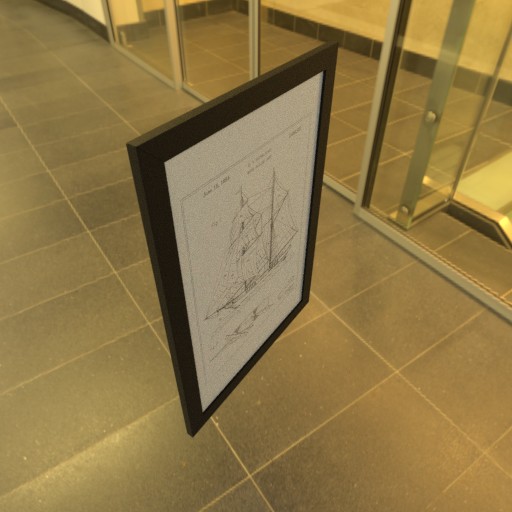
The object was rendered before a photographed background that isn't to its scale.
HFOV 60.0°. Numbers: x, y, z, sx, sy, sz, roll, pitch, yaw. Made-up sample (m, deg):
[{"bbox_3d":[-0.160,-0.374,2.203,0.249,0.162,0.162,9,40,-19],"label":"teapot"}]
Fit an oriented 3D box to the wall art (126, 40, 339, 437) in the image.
[{"bbox_3d":[0.000,0.000,0.588,0.011,0.459,0.326,25,47,26],"label":"wall art"}]
